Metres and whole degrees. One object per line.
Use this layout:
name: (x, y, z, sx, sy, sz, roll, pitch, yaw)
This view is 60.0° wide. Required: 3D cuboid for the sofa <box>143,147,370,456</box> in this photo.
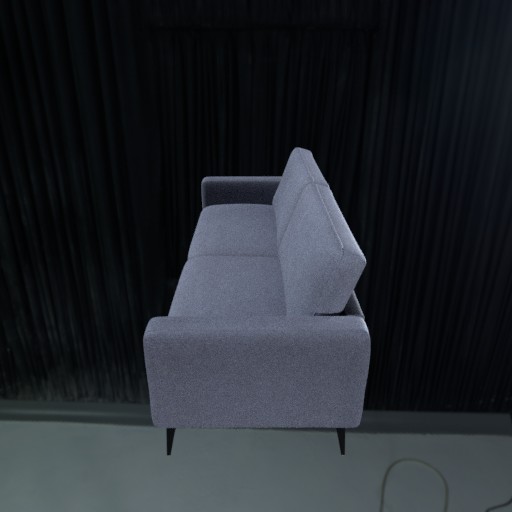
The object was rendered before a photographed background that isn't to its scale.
sofa: (0.000, 0.000, 2.390, 0.774, 0.828, 1.925, 0, 26, 0)
